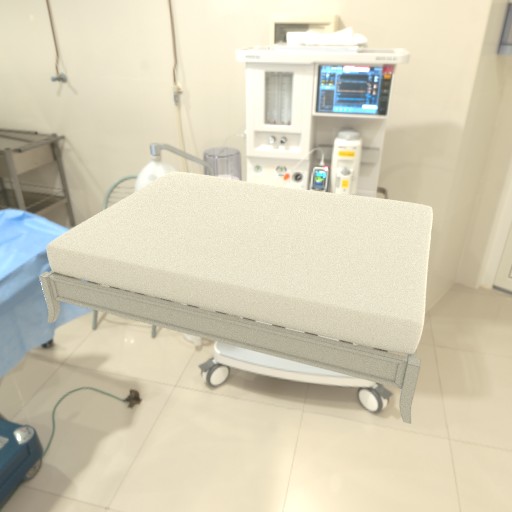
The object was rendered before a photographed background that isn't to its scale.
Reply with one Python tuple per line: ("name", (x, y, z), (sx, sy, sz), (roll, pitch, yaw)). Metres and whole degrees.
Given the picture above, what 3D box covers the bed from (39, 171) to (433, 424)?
("bed", (0.000, 0.000, 2.686), (1.985, 0.510, 1.460), (10, 30, 18))
